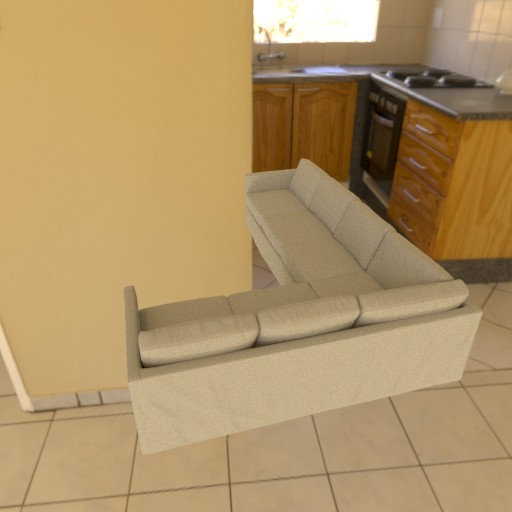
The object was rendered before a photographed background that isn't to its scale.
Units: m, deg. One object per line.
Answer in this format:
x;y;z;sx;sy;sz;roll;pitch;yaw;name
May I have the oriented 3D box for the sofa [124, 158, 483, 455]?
0.000;0.000;4.236;2.432;0.871;3.182;-8;31;-14;sofa
